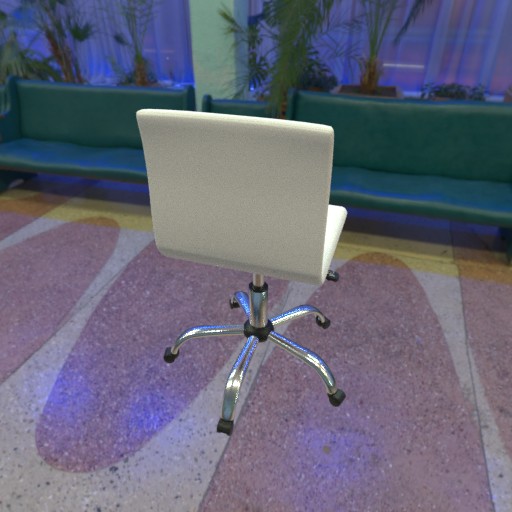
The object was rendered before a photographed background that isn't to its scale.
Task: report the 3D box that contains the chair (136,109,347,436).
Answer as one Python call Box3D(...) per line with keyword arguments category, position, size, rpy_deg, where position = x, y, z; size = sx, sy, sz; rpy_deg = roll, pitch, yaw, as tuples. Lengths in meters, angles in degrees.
Box3D(category="chair", position=(0.000, 0.000, 1.137), size=(0.556, 0.780, 0.530), rpy_deg=(10, 33, 16))
